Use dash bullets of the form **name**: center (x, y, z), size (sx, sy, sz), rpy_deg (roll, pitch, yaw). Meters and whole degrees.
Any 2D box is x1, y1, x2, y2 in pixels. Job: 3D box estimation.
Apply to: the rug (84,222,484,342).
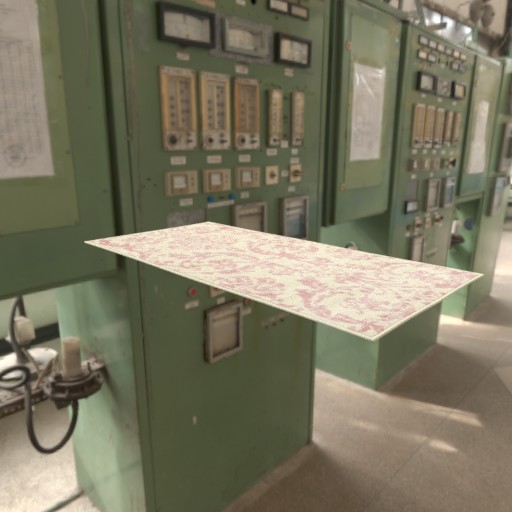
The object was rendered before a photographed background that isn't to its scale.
- **rug**: center (0.000, 0.000, 1.459), size (1.219, 0.007, 0.604), rpy_deg (14, 20, 43)
